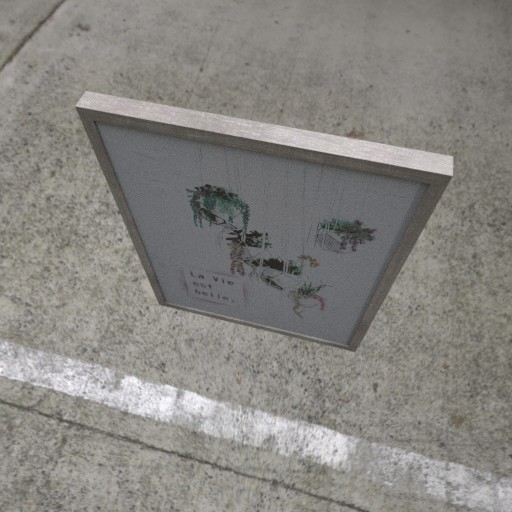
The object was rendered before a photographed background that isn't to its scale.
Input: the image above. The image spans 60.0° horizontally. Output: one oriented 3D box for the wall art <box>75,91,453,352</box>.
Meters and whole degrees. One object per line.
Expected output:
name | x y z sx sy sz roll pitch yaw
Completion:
wall art | 0.000 0.000 0.708 0.421 0.521 0.032 12 59 7
